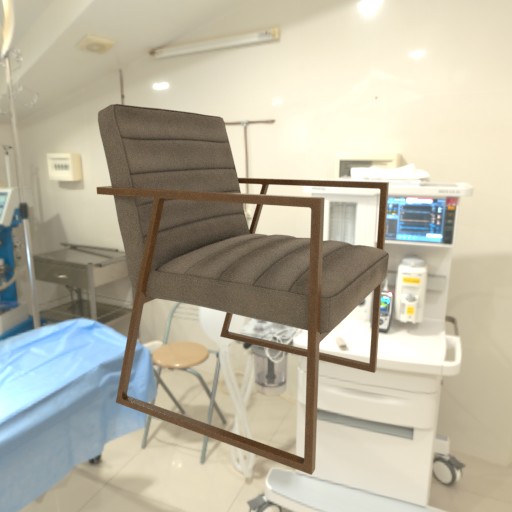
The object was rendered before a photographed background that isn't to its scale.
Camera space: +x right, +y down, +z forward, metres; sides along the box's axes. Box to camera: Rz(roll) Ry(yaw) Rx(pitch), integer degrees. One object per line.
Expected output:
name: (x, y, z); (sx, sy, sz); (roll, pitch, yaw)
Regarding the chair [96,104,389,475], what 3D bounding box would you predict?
chair: (0.000, 0.000, 1.308); (0.682, 0.843, 0.578); (7, 15, 29)
